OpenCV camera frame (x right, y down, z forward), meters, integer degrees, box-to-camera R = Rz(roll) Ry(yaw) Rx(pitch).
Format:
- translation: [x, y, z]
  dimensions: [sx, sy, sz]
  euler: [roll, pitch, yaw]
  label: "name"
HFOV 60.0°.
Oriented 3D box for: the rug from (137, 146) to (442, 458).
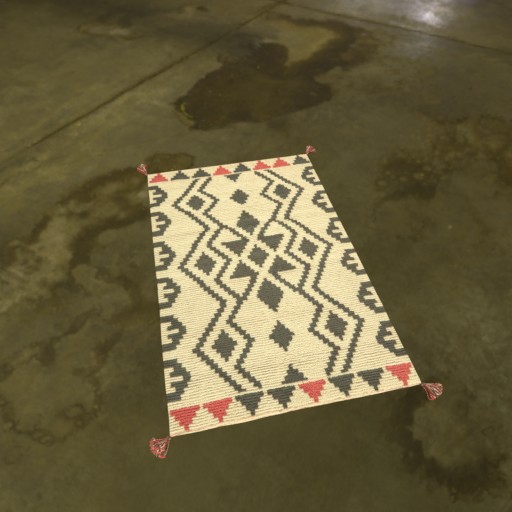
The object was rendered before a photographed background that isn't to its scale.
- translation: [0.000, 0.000, 3.368]
  dimensions: [1.741, 0.066, 2.672]
  euler: [-9, 48, -8]
  label: "rug"
